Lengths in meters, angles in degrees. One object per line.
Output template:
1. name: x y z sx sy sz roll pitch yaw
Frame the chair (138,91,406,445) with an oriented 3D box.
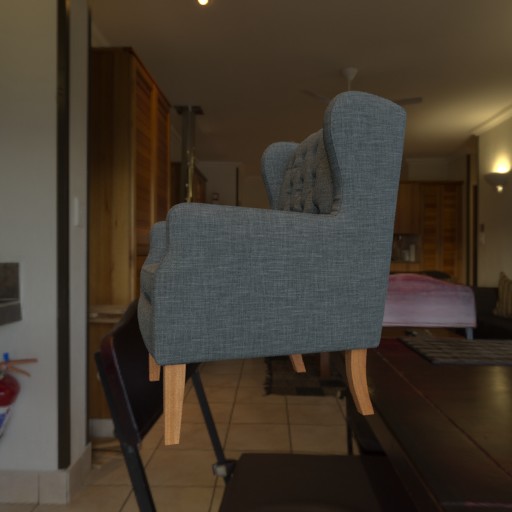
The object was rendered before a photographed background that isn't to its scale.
1. chair: 0.000 0.000 1.514 0.775 0.953 0.711 0 0 -17
